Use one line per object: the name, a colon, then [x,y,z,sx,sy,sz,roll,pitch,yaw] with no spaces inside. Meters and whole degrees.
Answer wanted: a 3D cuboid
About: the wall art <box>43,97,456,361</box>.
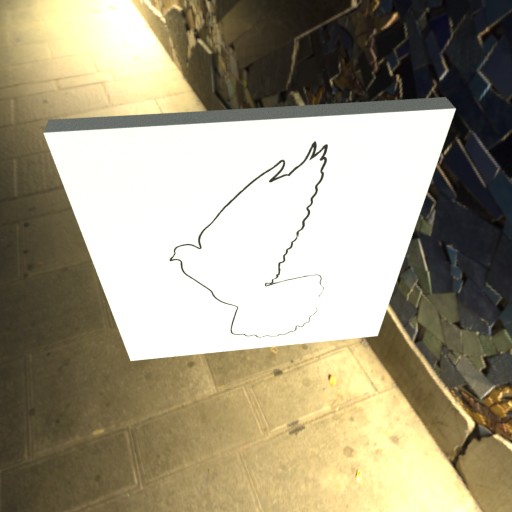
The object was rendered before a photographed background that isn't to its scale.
wall art: [0.000,0.000,0.882,0.610,0.610,0.038,-5,46,-5]
